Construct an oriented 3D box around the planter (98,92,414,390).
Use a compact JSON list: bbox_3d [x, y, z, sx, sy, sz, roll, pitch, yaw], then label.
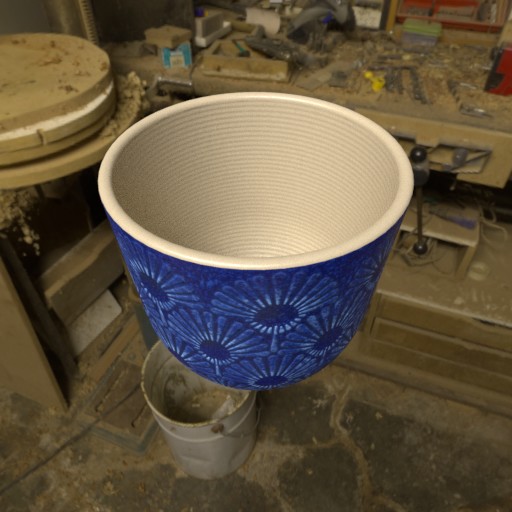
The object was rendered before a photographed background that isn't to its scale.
[{"bbox_3d":[0.000,0.000,0.297,0.170,0.153,0.170,0,44,0],"label":"planter"}]
